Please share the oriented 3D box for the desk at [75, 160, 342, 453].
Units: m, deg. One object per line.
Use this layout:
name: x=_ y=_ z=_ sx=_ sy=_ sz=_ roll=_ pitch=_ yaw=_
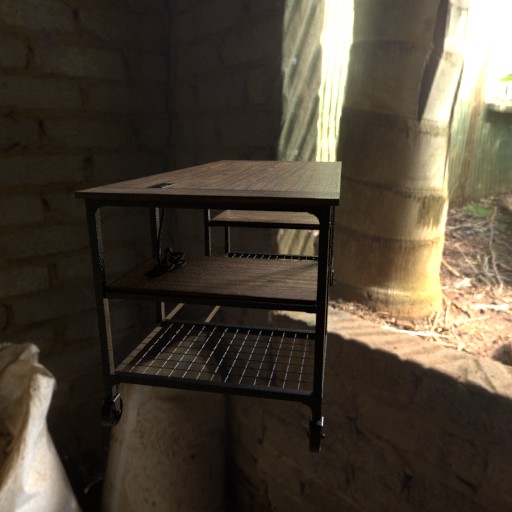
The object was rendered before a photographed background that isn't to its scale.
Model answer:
desk: x=0.000 y=0.000 z=1.983 sx=0.711 sy=0.751 sz=1.590 roll=3 pitch=16 yaw=10
